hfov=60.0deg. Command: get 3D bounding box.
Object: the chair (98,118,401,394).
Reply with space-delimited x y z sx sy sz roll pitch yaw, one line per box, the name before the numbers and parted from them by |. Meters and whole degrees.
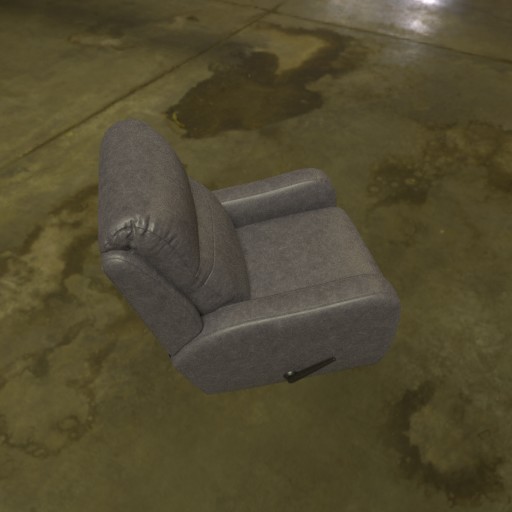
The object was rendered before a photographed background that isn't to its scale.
chair | 0.000 0.000 1.858 1.067 1.067 0.865 -10 48 -9
